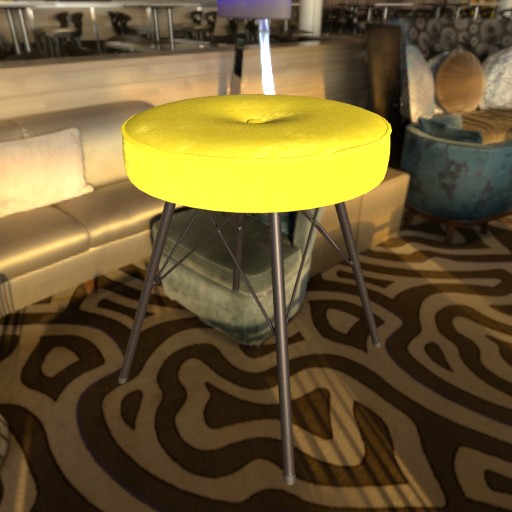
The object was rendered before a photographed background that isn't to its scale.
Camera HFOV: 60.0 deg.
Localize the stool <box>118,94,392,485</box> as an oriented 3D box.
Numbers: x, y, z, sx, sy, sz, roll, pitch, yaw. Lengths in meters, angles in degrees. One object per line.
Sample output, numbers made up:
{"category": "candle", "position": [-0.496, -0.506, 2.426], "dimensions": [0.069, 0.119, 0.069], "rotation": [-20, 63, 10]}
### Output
{"category": "stool", "position": [0.000, 0.000, 0.802], "dimensions": [0.409, 0.508, 0.409], "rotation": [18, 34, 29]}
